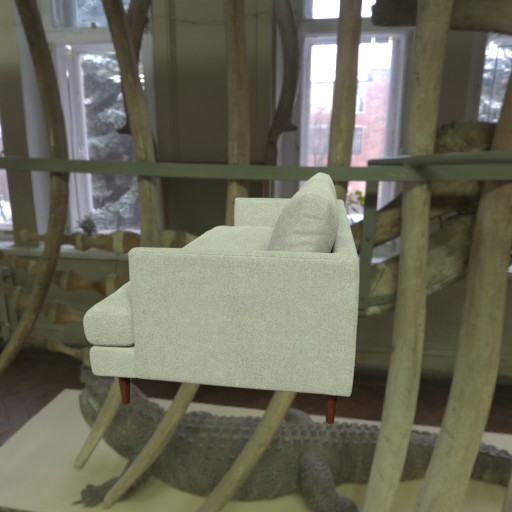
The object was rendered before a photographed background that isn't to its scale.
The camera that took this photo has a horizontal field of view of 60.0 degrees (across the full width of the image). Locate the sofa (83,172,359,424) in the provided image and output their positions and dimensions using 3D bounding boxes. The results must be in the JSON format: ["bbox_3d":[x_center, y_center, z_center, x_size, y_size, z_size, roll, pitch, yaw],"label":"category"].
[{"bbox_3d":[0.000,0.000,2.517,1.020,0.868,1.948,2,13,9],"label":"sofa"}]
